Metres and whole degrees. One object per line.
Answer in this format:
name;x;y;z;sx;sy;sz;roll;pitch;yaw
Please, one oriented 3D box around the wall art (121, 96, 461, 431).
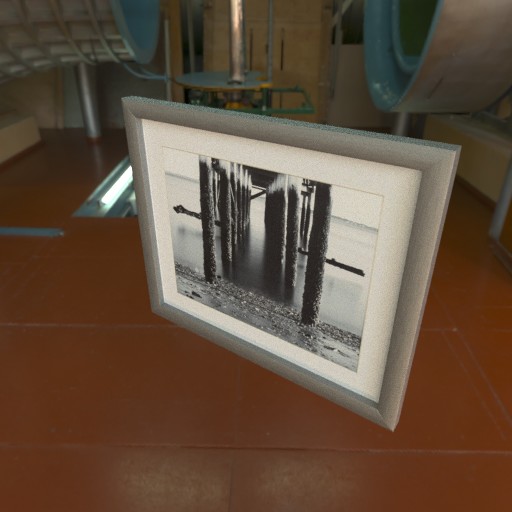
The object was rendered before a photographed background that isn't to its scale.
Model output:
wall art;0.000;0.000;0.747;0.556;0.457;0.028;19;35;30
